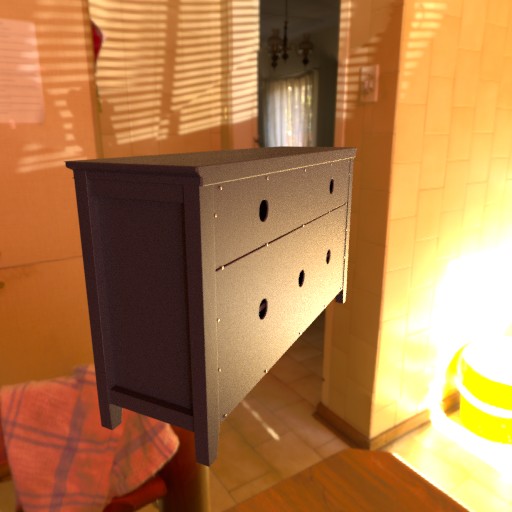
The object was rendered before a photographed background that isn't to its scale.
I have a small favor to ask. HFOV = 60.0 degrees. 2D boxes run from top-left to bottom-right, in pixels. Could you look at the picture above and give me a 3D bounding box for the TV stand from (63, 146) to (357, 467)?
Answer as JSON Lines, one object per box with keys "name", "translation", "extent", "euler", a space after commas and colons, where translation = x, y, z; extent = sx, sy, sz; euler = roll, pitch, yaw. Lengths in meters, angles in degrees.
{"name": "TV stand", "translation": [0.000, 0.000, 1.492], "extent": [0.347, 0.681, 1.198], "euler": [8, 17, 25]}
